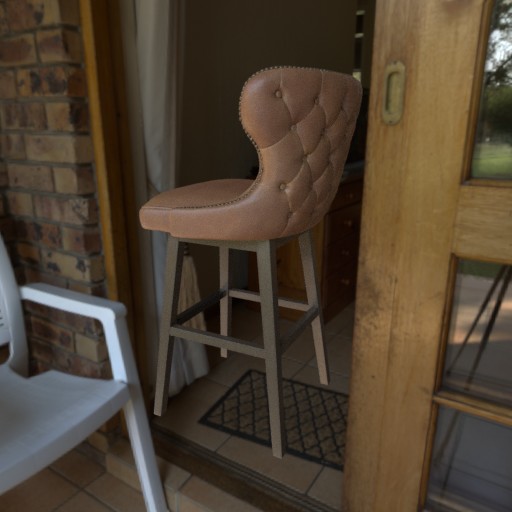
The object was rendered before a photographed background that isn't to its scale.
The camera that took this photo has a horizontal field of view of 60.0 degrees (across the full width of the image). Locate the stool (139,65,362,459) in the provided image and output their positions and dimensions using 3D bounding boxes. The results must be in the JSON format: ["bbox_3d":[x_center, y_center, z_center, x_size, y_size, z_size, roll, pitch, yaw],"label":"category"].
[{"bbox_3d":[0.000,0.000,1.454,0.606,1.087,0.591,8,18,26],"label":"stool"}]
